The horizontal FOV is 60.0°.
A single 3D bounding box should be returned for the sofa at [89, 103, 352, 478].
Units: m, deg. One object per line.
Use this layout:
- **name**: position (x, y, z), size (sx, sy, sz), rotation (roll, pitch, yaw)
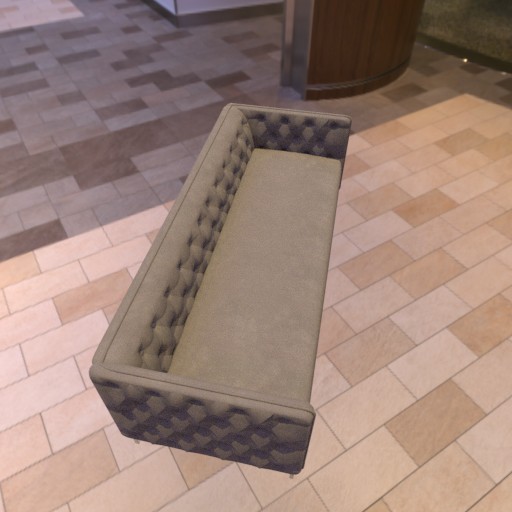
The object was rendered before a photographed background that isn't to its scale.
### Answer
- **sofa**: position (0.000, 0.000, 2.623), size (0.895, 0.771, 2.209), rotation (9, 47, 8)
